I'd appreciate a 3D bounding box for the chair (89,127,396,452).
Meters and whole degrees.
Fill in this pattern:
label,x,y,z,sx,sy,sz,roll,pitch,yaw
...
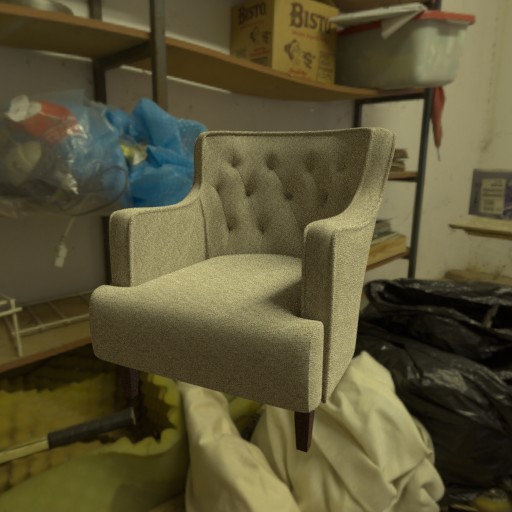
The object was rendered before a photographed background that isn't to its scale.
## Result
label,x,y,z,sx,sy,sz,roll,pitch,yaw
chair,0.000,0.000,1.646,0.820,0.920,0.910,6,15,25
